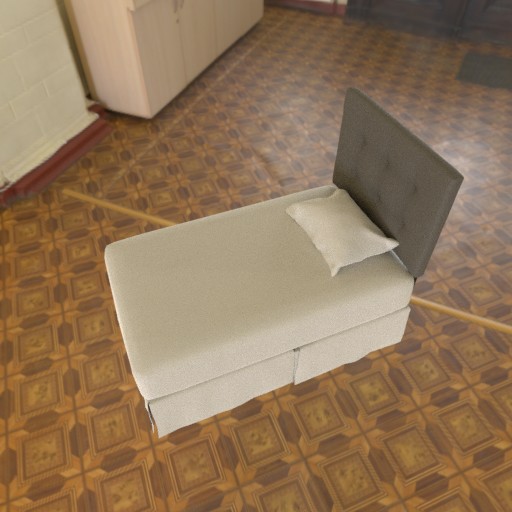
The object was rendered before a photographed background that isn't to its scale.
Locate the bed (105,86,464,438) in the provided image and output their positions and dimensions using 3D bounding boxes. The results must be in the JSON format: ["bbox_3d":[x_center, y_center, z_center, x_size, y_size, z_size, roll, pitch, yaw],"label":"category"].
[{"bbox_3d":[0.000,0.000,3.043,1.997,1.571,1.261,-17,49,-15],"label":"bed"}]
